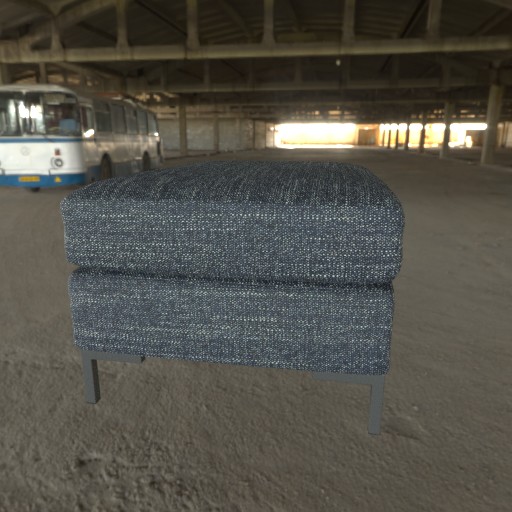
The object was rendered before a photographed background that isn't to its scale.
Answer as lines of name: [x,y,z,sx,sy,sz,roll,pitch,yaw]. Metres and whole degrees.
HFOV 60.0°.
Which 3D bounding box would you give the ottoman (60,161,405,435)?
ottoman: [0.000,0.000,1.212,0.667,0.491,0.814,3,15,10]
